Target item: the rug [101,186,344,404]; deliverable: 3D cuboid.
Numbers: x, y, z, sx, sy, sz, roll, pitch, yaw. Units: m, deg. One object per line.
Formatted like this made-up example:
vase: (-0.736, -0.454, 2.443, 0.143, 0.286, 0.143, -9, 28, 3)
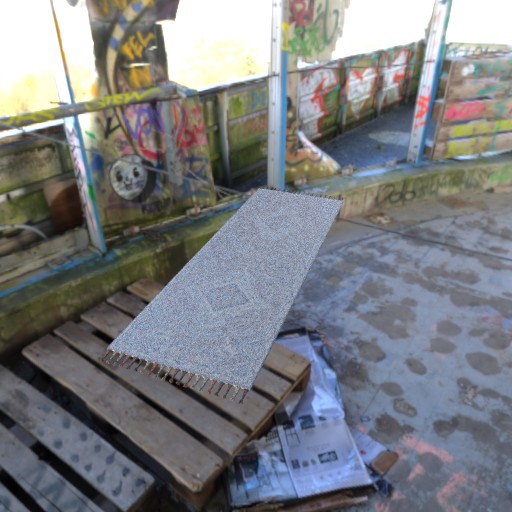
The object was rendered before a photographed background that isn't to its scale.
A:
rug: (0.000, 0.000, 2.870, 1.324, 0.018, 2.378, 21, 37, 31)
